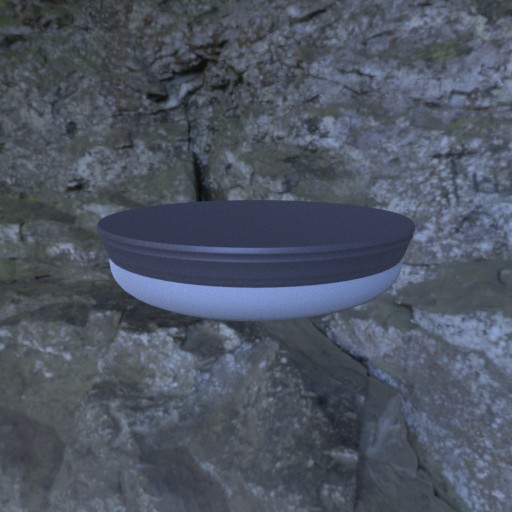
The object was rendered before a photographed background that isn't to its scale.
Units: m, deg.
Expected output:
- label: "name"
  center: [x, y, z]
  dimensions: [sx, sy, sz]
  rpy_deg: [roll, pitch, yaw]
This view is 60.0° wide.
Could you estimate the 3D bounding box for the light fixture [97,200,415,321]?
- label: "light fixture"
  center: [0.000, 0.000, 0.553]
  dimensions: [0.368, 0.100, 0.368]
  rpy_deg: [0, 13, 0]
